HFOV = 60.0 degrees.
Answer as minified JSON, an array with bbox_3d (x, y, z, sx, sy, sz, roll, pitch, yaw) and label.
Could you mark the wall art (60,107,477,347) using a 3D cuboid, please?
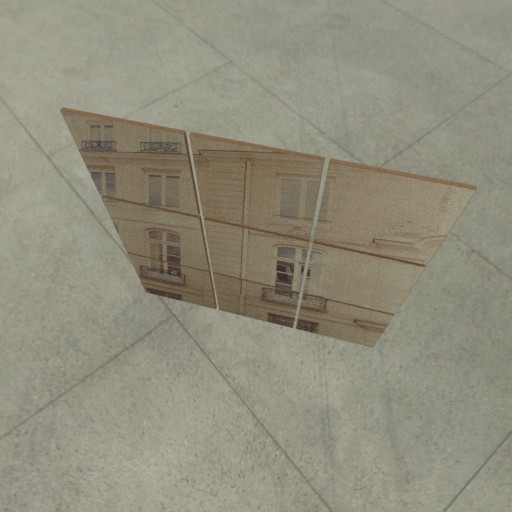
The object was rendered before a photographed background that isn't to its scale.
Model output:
[{"bbox_3d":[0.000,0.000,1.338,0.915,0.913,0.018,13,59,8],"label":"wall art"}]
